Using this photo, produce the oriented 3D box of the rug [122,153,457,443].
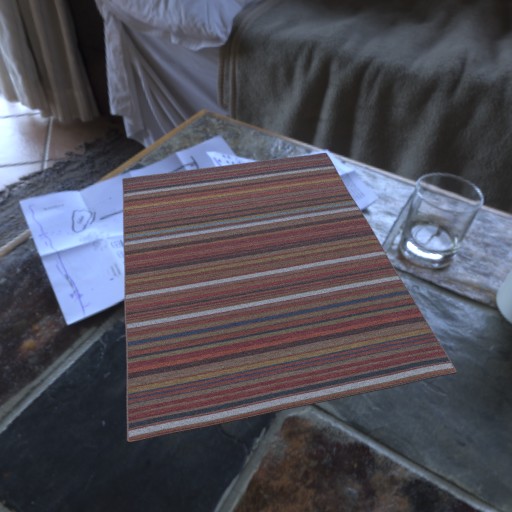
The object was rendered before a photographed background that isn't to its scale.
[{"bbox_3d":[0.000,0.000,4.235,2.479,0.023,3.092,-9,47,-9],"label":"rug"}]
